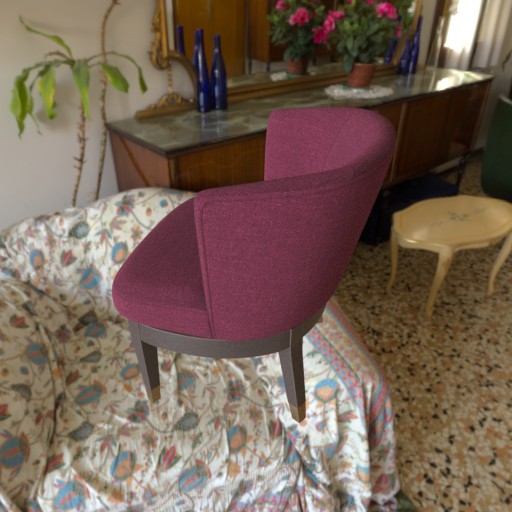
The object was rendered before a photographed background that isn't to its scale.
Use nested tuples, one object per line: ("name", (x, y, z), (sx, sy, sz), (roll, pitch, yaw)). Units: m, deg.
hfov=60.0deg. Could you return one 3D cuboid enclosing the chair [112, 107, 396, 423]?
("chair", (0.000, 0.000, 1.270), (0.660, 0.760, 0.700), (7, 32, 12))
